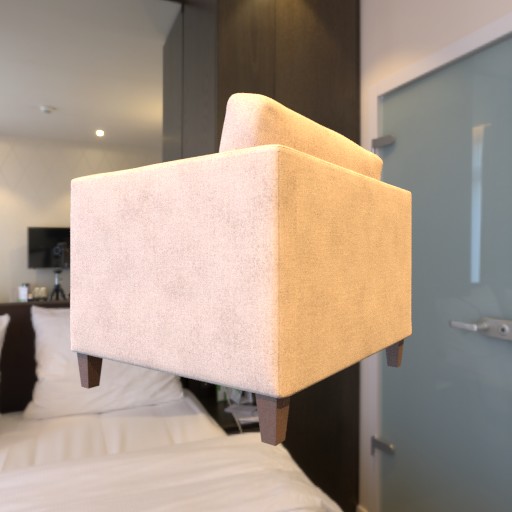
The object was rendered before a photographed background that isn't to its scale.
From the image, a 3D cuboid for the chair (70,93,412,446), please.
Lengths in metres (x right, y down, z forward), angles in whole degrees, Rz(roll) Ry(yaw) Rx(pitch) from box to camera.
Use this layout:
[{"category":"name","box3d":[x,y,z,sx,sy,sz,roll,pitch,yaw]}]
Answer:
[{"category":"chair","box3d":[0.000,0.000,1.804,0.959,0.961,1.133,0,1,36]}]
